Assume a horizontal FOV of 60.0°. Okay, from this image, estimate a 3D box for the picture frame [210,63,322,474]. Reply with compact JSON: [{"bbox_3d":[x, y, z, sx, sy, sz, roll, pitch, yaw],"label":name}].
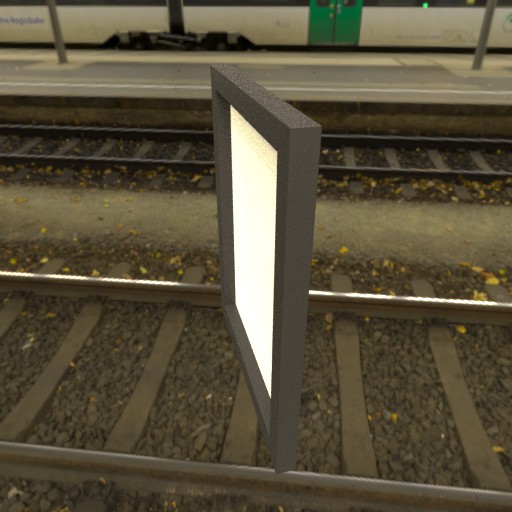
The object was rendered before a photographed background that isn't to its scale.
[{"bbox_3d":[0.000,0.000,0.525,0.036,0.383,0.307,-8,32,-13],"label":"picture frame"}]
